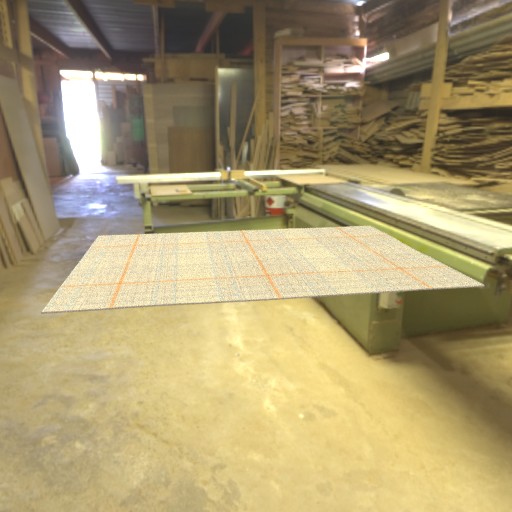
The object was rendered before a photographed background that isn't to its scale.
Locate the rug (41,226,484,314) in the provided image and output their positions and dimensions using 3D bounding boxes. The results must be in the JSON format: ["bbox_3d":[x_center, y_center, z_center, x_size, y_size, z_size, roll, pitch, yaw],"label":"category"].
[{"bbox_3d":[0.000,0.000,2.375,1.825,0.015,1.232,-3,16,-9],"label":"rug"}]
